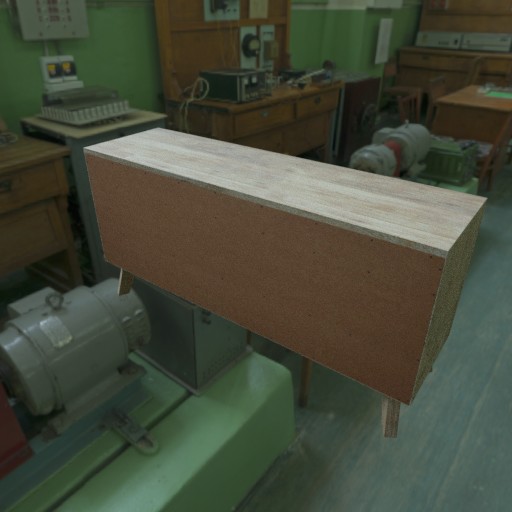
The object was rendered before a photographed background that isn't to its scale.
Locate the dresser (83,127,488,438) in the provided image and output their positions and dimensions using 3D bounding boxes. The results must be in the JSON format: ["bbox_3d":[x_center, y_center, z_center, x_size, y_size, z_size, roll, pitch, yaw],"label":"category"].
[{"bbox_3d":[0.000,0.000,1.941,1.602,0.788,0.455,20,36,31],"label":"dresser"}]
